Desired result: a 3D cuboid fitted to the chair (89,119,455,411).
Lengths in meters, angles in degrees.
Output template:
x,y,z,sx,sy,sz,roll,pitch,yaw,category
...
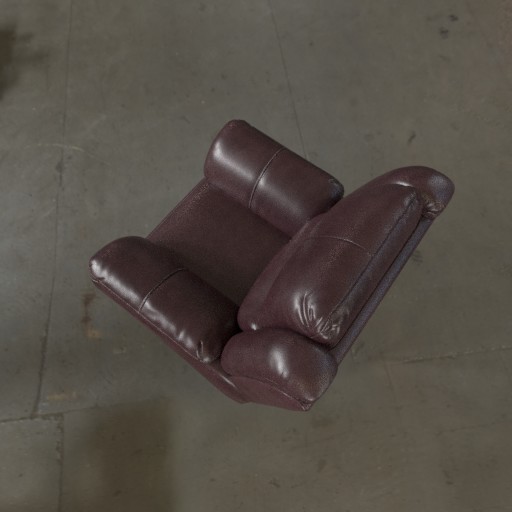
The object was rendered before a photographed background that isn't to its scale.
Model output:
x,y,z,sx,sy,sz,roll,pitch,yaw,category
0.000,0.000,1.853,1.041,1.093,0.990,34,68,15,chair
